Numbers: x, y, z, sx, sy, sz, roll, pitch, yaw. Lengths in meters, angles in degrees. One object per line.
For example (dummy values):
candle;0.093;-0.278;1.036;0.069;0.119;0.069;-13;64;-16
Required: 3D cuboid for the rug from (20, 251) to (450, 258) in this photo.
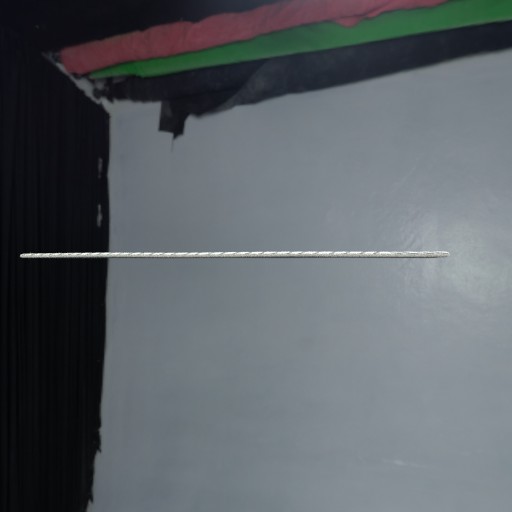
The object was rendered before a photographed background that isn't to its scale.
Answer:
rug;0.000;0.000;3.172;2.449;0.028;1.829;0;0;20
